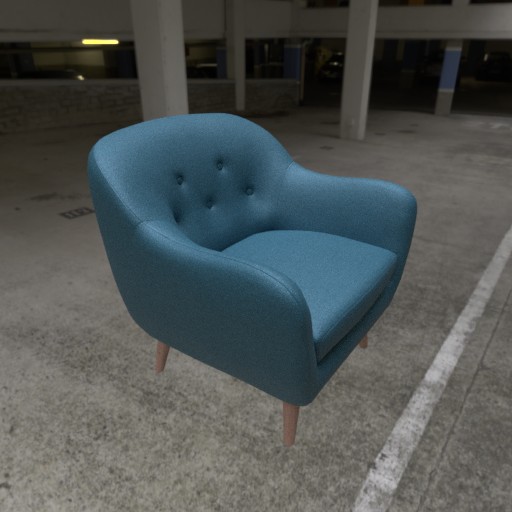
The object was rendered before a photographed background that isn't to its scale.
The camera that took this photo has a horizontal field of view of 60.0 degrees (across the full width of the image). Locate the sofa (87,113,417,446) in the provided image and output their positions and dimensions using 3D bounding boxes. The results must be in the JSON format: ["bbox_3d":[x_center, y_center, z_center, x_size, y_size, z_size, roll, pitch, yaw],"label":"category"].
[{"bbox_3d":[0.000,0.000,1.484,0.825,0.817,0.836,18,32,31],"label":"sofa"}]
